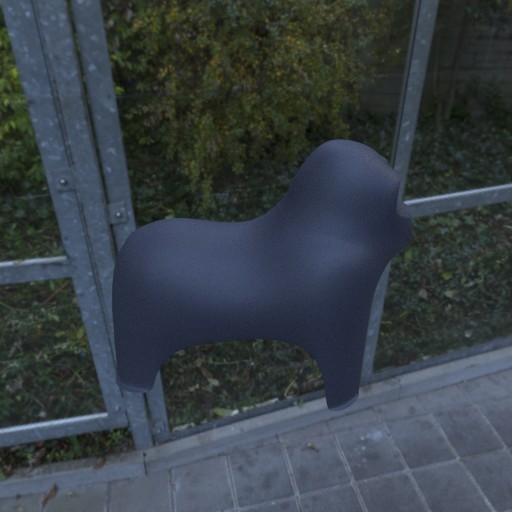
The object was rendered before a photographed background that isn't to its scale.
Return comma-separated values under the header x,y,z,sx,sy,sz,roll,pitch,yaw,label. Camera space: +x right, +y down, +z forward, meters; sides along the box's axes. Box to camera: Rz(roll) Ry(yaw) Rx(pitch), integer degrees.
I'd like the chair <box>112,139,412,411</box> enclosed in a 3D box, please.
x,y,z,sx,sy,sz,roll,pitch,yaw,label
0.000,0.000,1.154,0.758,0.600,0.490,0,30,0,chair
